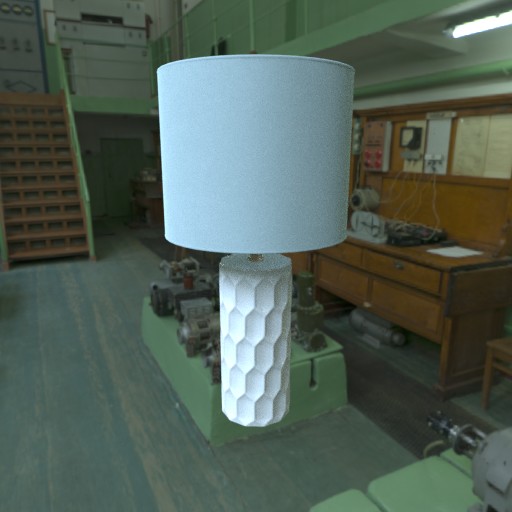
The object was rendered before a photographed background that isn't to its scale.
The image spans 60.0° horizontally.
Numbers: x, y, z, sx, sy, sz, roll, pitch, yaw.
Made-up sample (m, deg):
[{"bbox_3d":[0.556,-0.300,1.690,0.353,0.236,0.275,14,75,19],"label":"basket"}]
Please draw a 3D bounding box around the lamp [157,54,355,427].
[{"bbox_3d":[0.000,0.000,0.696,0.277,0.534,0.277,-7,16,-28],"label":"lamp"}]
